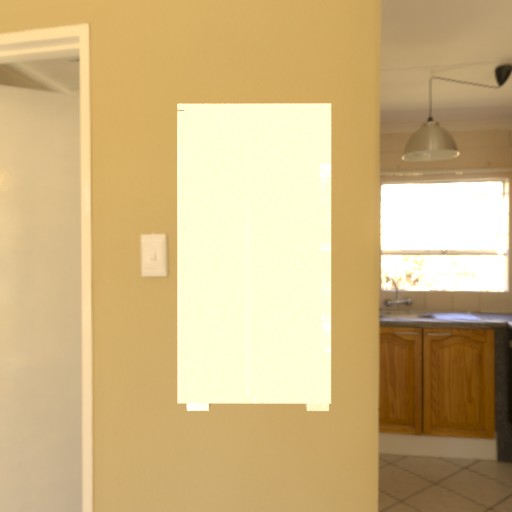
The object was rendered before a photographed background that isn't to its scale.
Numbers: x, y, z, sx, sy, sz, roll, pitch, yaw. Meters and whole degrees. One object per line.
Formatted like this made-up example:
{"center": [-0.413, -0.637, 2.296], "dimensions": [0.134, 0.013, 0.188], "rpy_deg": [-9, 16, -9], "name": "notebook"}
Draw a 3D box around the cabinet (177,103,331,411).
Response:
{"center": [0.000, 0.000, 1.978], "dimensions": [0.400, 0.800, 1.650], "rpy_deg": [0, 0, 0], "name": "cabinet"}
